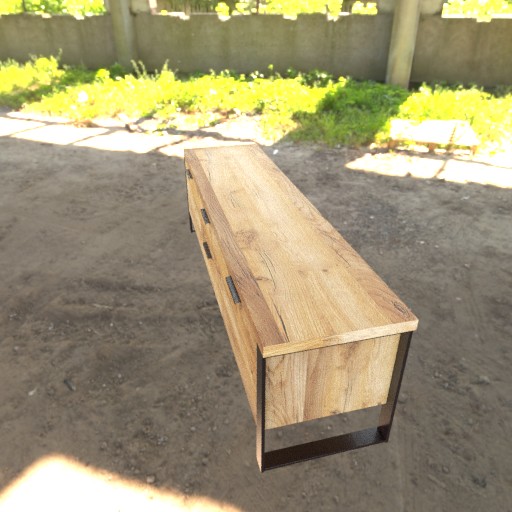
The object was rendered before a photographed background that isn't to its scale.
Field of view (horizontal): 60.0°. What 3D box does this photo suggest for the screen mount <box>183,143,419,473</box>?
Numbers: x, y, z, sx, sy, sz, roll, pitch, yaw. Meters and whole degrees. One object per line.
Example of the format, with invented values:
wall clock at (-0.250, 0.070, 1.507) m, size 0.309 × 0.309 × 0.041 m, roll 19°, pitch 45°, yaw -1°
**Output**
screen mount at (0.000, 0.000, 1.749) m, size 0.395 × 0.450 × 1.524 m, roll -7°, pitch 31°, yaw -13°
